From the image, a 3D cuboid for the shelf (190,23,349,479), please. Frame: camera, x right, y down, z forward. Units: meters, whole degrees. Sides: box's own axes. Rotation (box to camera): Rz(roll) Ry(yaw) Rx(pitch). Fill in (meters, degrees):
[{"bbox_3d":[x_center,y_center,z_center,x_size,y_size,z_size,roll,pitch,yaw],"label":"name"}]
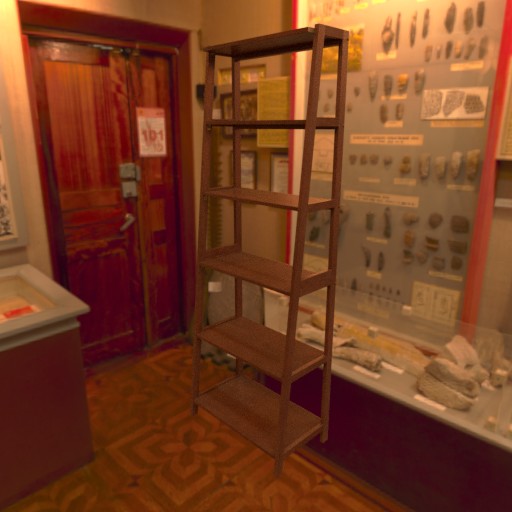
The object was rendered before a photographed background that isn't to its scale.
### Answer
[{"bbox_3d":[0.000,0.000,2.095,0.382,1.892,0.660,-15,22,-42],"label":"shelf"}]
